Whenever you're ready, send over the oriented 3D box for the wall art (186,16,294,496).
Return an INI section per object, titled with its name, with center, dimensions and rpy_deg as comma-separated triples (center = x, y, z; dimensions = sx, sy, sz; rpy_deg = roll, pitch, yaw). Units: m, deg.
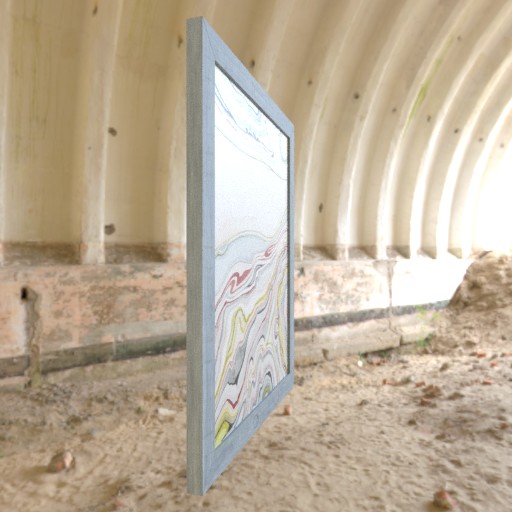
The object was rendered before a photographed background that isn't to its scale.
[wall art]
center = 0.000, 0.000, 0.767
dimensions = 0.022, 0.582, 0.479
rpy_deg = 0, 0, 18
